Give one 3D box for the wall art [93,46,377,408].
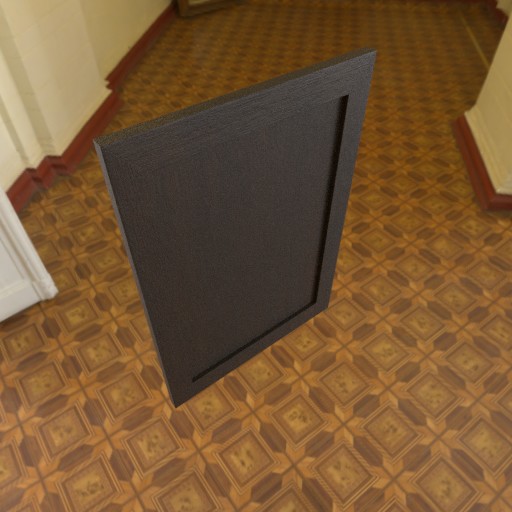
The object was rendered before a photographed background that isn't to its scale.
[{"bbox_3d":[0.000,0.000,0.656,0.359,0.513,0.017,-29,52,-25],"label":"wall art"}]
